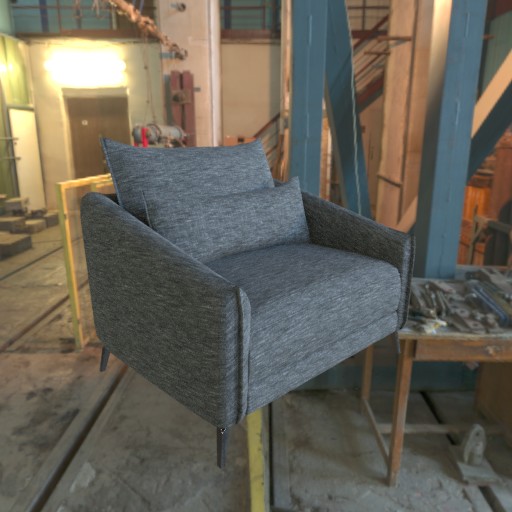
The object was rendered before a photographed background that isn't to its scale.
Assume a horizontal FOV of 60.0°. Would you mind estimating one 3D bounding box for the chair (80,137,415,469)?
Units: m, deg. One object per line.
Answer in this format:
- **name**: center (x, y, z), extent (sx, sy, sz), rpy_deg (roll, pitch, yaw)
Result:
- **chair**: center (0.000, 0.000, 1.621), extent (1.004, 0.842, 0.805), rpy_deg (-14, 20, -42)
